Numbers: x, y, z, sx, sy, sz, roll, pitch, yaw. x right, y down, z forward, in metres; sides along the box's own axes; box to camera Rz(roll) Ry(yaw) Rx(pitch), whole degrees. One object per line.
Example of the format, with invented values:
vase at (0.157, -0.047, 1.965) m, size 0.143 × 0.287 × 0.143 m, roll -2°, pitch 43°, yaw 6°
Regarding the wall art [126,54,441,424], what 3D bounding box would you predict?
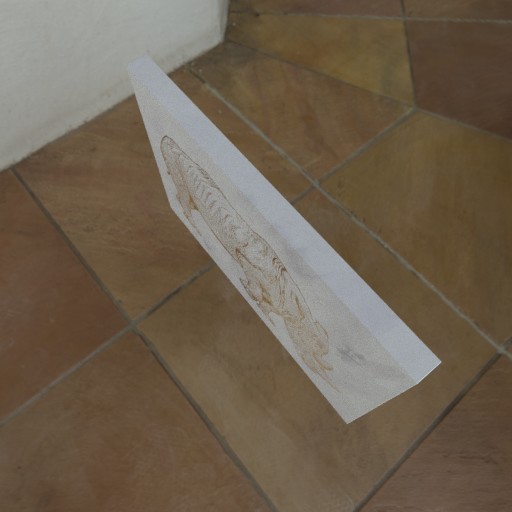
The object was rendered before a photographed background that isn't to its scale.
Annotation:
wall art at (0.000, 0.000, 0.765) m, size 0.038 × 0.407 × 0.609 m, roll -35°, pitch 69°, yaw -16°
